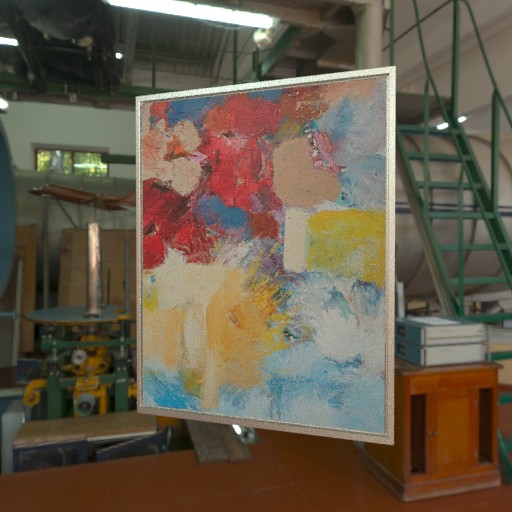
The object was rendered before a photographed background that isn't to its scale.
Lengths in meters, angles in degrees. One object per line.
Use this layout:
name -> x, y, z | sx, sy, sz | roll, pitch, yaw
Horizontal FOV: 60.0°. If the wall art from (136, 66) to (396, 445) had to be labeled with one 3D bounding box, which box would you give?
wall art -> 0.000, 0.000, 0.743 | 0.444, 0.569, 0.025 | 0, 1, 17
